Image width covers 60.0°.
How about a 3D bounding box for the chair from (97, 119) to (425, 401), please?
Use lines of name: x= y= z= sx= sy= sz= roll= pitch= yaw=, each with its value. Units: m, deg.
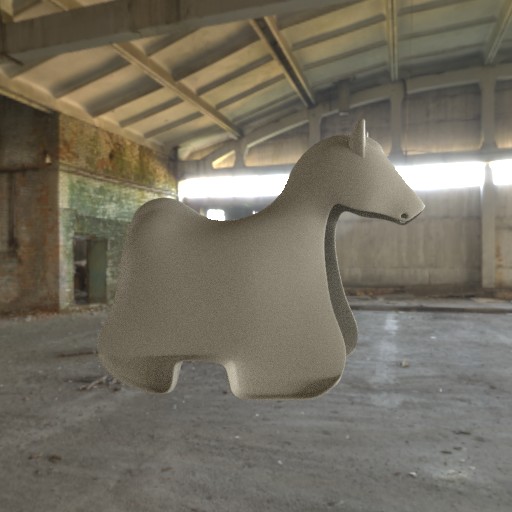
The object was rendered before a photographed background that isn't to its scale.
chair: x=0.000 y=0.000 z=1.122 sx=0.800 sy=0.612 sz=0.429 roll=0 pitch=-1 yaw=18
